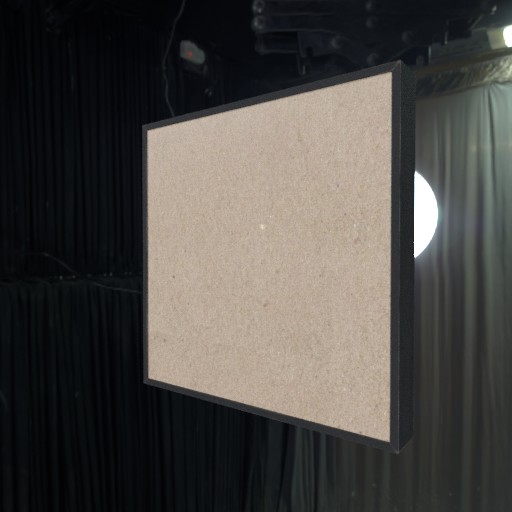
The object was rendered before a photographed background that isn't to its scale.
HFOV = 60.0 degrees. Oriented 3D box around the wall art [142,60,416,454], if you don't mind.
[{"bbox_3d":[0.000,0.000,0.449,0.305,0.305,0.038,1,1,37],"label":"wall art"}]
